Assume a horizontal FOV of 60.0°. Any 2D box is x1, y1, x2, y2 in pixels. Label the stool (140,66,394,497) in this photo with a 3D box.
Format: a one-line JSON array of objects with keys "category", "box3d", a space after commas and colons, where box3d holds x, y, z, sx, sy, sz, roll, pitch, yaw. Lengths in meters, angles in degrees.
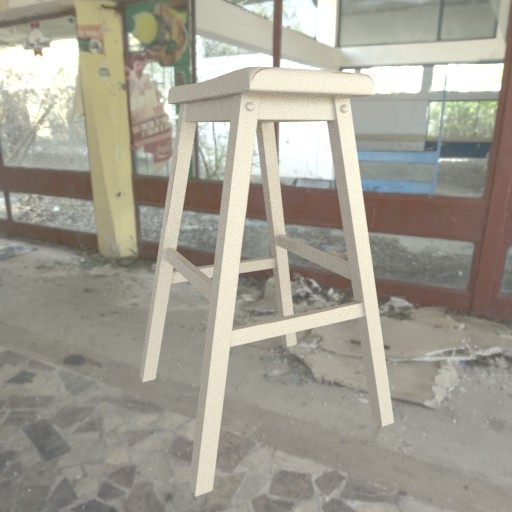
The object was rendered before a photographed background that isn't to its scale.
[{"category": "stool", "box3d": [0.000, 0.000, 1.003, 0.476, 0.737, 0.457, -8, 18, -25]}]
